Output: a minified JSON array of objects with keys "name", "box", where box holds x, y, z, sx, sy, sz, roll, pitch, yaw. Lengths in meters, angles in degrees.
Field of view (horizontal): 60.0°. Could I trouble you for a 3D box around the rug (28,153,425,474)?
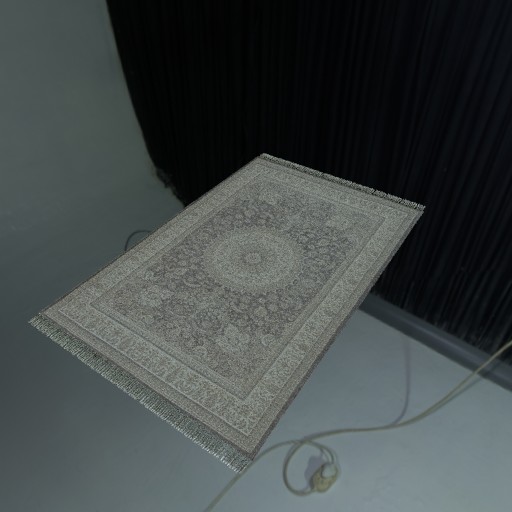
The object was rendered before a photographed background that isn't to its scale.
[{"name":"rug","box":[0.000,0.000,2.983,1.528,0.010,2.440,24,47,25]}]
